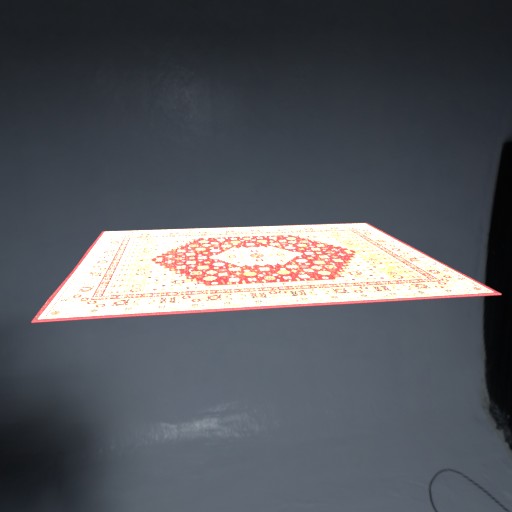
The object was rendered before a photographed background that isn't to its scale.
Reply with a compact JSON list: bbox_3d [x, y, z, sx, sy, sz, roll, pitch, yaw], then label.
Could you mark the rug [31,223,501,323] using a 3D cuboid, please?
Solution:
[{"bbox_3d":[0.000,0.000,3.958,3.053,0.013,2.387,-2,16,-8],"label":"rug"}]
